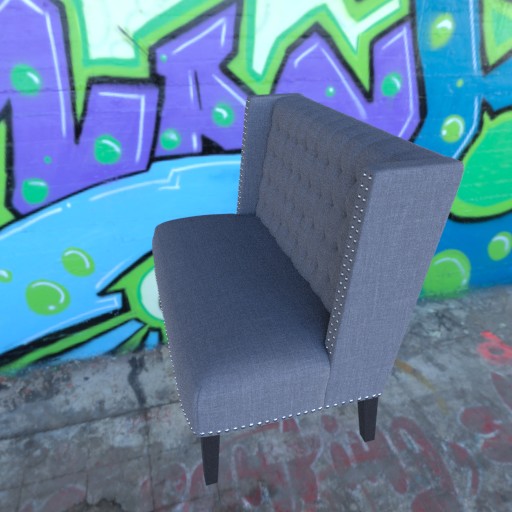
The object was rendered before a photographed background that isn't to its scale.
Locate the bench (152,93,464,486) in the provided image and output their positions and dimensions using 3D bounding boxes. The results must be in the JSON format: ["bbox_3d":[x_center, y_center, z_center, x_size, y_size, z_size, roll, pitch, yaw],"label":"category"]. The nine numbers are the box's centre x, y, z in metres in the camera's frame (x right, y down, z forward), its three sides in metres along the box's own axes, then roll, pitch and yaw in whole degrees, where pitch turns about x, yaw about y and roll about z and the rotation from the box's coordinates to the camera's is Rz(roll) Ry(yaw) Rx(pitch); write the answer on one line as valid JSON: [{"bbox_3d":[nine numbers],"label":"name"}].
[{"bbox_3d":[0.000,0.000,1.914,0.842,1.121,1.276,-8,30,-15],"label":"bench"}]
